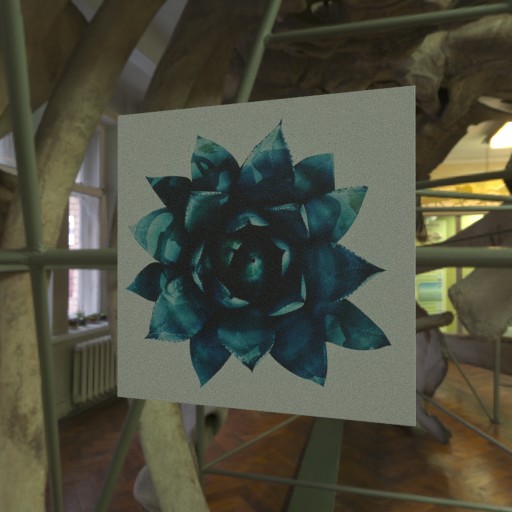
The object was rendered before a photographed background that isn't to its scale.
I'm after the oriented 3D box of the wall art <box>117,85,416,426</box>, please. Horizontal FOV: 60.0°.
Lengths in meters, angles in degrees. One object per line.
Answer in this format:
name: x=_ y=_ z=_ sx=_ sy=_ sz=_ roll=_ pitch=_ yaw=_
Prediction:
wall art: x=0.000 y=0.000 z=0.603 sx=0.406 sy=0.406 sz=0.038 roll=0 pitch=0 yaw=16
